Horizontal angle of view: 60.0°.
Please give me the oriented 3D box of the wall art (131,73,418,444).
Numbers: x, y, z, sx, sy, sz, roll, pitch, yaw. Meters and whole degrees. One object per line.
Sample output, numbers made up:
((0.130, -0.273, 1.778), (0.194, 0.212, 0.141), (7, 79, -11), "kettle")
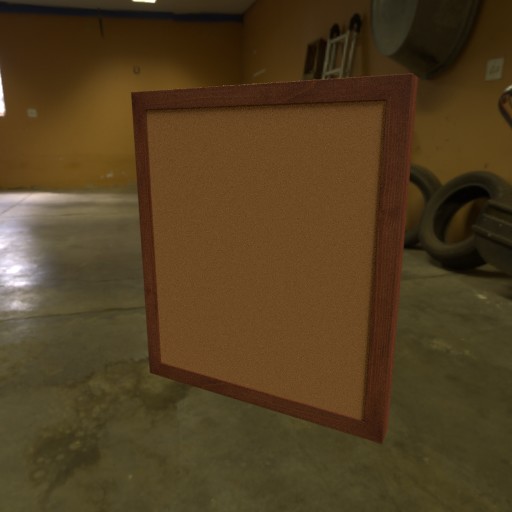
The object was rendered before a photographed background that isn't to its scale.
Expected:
((0.000, 0.000, 0.528), (0.330, 0.381, 0.030), (8, 16, 27), "wall art")
